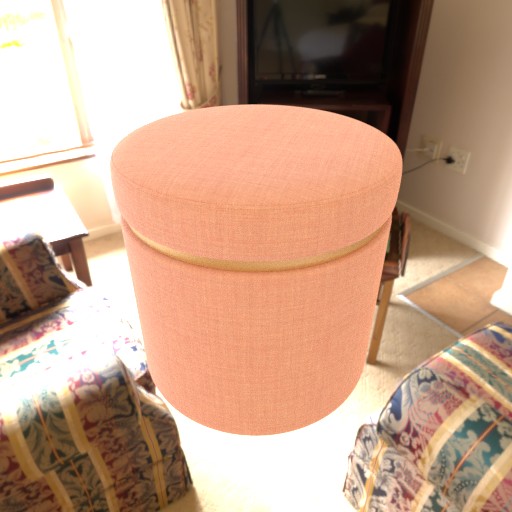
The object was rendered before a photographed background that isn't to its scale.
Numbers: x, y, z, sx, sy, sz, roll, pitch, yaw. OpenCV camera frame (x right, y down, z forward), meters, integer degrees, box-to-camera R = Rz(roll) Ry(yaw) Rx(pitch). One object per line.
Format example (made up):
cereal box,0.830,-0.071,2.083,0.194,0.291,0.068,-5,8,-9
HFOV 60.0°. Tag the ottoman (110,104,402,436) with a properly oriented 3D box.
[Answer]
ottoman,0.000,0.000,0.720,0.400,0.406,0.400,0,33,0
